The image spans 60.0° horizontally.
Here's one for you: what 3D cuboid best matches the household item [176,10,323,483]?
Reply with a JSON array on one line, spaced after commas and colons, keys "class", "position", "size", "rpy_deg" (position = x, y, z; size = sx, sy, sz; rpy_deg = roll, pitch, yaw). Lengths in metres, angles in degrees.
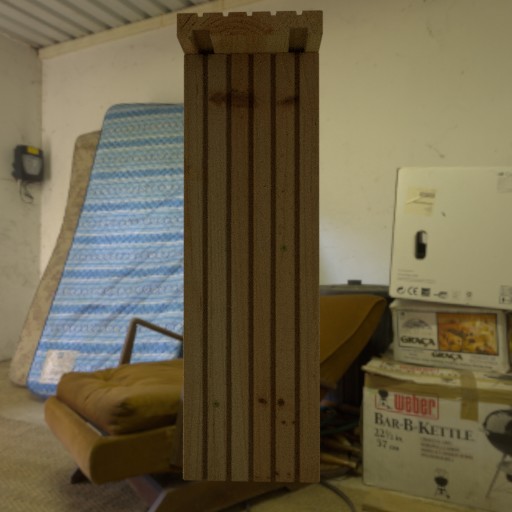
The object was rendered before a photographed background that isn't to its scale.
[{"class": "household item", "position": [0.000, 0.000, 0.519], "size": [0.123, 0.407, 0.301], "rpy_deg": [0, 0, 2]}]
